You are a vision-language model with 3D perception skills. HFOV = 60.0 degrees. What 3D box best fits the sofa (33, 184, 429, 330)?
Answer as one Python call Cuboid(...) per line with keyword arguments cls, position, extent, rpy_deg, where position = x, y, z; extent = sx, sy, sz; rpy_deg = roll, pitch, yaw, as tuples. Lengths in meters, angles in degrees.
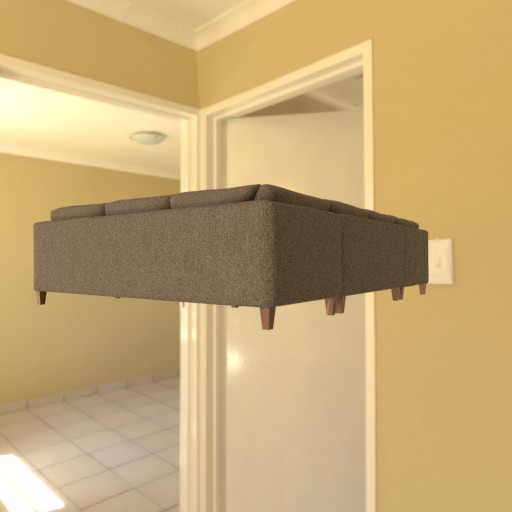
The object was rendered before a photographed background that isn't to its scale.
Cuboid(cls="sofa", position=(0.000, 0.000, 4.425), extent=(2.551, 0.853, 3.238), rpy_deg=(0, -1, 36))
